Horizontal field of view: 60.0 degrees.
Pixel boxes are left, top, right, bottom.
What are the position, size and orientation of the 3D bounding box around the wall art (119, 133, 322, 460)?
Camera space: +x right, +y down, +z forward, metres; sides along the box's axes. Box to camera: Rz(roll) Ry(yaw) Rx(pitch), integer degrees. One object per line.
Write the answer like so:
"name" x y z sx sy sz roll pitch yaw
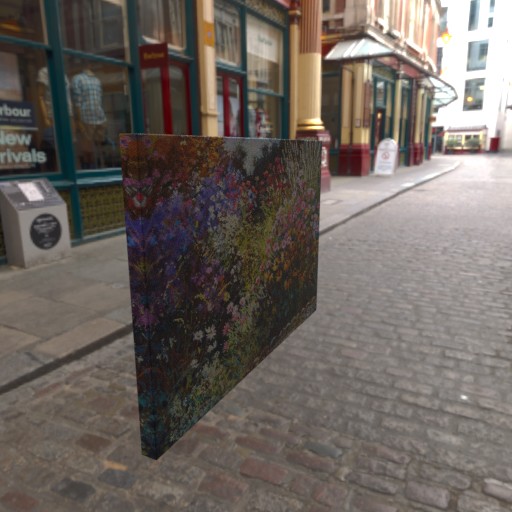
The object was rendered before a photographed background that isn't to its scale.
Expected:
"wall art" 0.000 0.000 1.178 0.037 0.604 0.908 7 15 26
